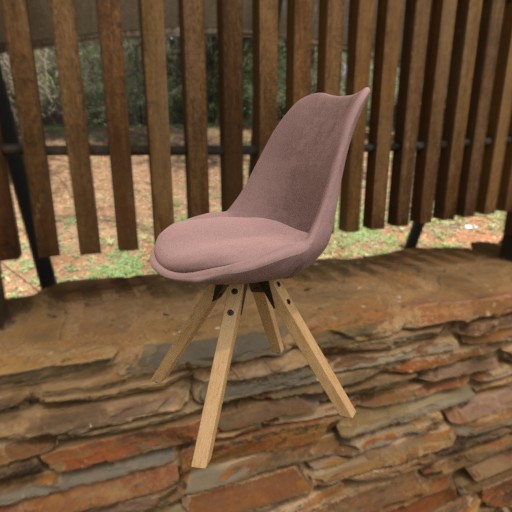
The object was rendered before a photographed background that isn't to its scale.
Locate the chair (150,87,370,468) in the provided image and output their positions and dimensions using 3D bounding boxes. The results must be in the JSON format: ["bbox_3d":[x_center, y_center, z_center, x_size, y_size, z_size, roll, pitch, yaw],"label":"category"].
[{"bbox_3d":[0.000,0.000,1.187,0.550,0.850,0.485,-8,18,-25],"label":"chair"}]
